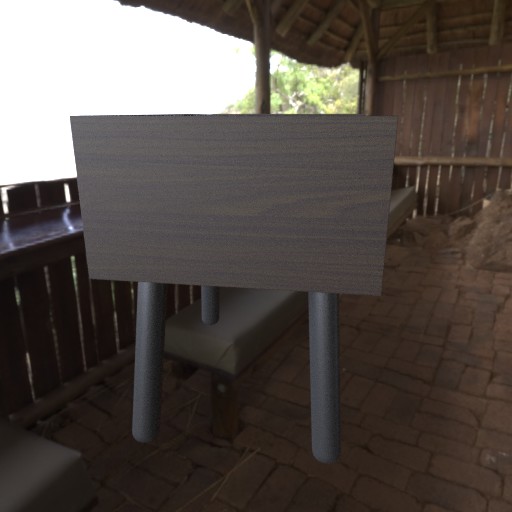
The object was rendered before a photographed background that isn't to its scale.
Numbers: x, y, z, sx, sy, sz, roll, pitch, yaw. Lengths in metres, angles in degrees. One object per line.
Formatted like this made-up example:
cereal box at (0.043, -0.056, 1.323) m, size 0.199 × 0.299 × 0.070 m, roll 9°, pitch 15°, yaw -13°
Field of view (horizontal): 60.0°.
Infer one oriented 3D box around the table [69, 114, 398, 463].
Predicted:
table at (0.000, 0.000, 0.772) m, size 0.370 × 0.470 × 0.450 m, roll 3°, pitch 18°, yaw 8°
